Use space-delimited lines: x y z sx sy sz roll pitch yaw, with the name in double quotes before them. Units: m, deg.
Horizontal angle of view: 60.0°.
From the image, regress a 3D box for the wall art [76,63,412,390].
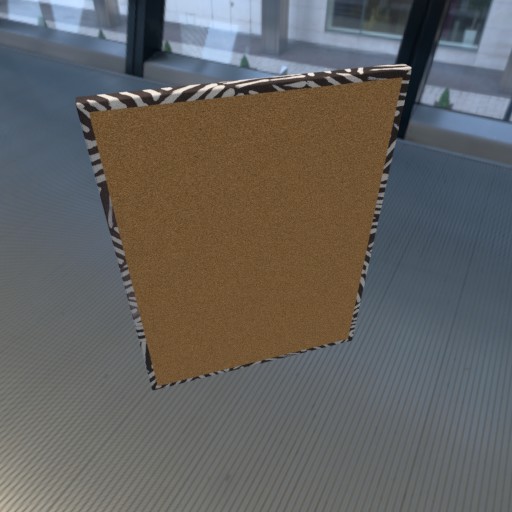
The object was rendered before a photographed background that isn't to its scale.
"wall art" 0.000 0.000 1.311 0.765 1.017 0.038 -11 42 -13
